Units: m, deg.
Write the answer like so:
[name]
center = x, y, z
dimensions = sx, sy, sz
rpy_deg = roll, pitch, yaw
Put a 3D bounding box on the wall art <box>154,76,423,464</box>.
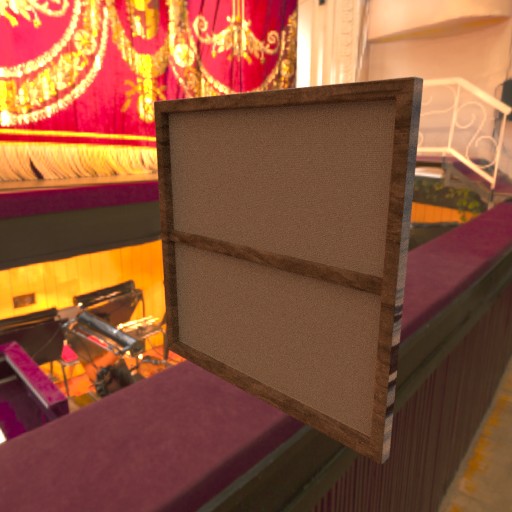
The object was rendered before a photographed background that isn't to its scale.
[wall art]
center = 0.000, 0.000, 1.074
dimensions = 0.747, 0.747, 0.035
rpy_deg = 14, 20, 42
